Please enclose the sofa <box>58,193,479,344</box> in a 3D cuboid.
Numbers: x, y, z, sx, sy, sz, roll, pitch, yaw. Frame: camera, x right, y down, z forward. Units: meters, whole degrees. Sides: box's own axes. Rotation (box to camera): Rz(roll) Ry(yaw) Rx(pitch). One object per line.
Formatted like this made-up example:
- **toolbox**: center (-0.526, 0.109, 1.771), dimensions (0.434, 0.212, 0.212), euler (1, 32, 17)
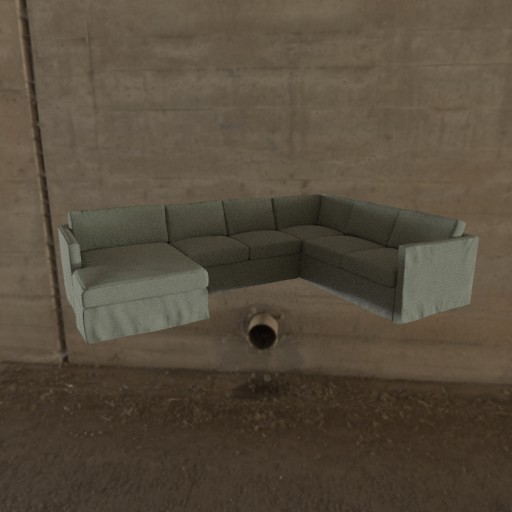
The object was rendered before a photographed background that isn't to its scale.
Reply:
- **sofa**: center (0.000, 0.000, 4.416), dimensions (3.434, 0.869, 2.440), euler (-8, 17, -27)
